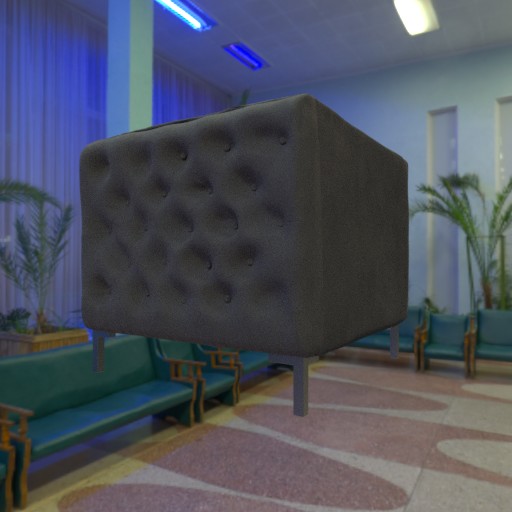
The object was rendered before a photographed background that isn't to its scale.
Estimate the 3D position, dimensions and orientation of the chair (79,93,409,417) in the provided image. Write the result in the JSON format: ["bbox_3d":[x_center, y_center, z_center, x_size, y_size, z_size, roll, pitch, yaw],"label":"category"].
[{"bbox_3d":[0.000,0.000,1.652,0.913,0.807,0.946,-1,-1,34],"label":"chair"}]
